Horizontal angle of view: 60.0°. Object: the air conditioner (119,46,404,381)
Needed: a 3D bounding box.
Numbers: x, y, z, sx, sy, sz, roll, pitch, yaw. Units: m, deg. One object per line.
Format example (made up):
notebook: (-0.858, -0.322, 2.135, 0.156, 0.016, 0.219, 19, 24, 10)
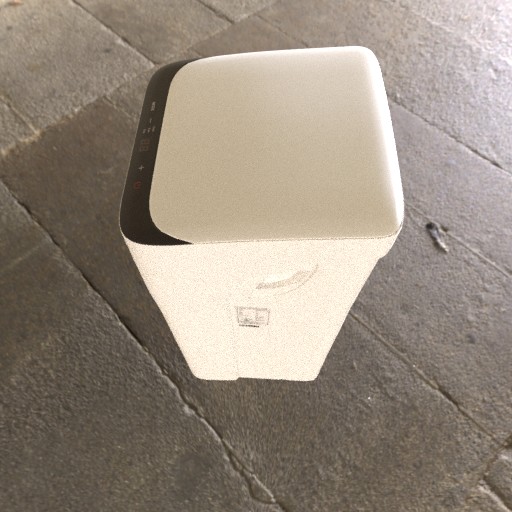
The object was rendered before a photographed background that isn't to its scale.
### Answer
air conditioner: (0.000, 0.000, 0.890, 0.369, 0.716, 0.352, 1, 60, 1)
